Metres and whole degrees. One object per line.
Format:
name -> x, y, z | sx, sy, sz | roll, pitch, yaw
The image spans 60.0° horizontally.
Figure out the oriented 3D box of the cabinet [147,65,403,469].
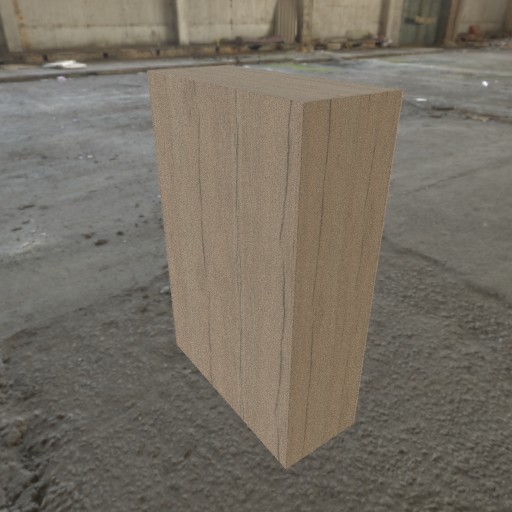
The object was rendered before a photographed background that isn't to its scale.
cabinet -> 0.000, 0.000, 2.766 | 0.580, 2.070, 1.400 | -19, 34, -31
